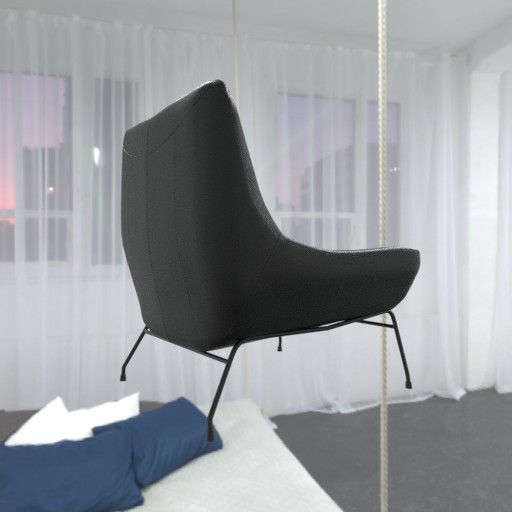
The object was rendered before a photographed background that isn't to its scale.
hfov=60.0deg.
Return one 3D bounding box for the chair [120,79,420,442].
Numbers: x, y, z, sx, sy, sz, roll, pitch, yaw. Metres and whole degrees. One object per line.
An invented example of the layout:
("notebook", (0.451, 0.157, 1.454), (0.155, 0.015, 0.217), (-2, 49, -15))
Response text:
("chair", (0.000, 0.000, 1.598), (0.826, 0.922, 0.836), (0, 1, -36))
